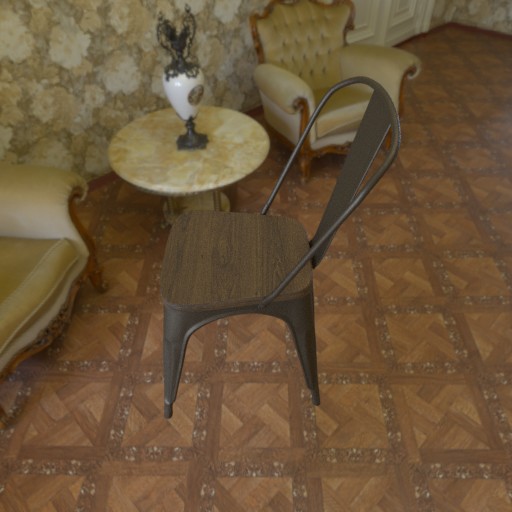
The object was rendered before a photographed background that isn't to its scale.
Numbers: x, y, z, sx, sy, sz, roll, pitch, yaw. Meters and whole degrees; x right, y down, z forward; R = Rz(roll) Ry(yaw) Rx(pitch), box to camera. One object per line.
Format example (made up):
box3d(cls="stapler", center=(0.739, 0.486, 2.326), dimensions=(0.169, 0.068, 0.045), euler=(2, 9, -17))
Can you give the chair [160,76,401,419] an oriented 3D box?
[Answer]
box3d(cls="chair", center=(0.000, 0.000, 1.151), dimensions=(0.532, 0.844, 0.451), euler=(0, 42, 0))
